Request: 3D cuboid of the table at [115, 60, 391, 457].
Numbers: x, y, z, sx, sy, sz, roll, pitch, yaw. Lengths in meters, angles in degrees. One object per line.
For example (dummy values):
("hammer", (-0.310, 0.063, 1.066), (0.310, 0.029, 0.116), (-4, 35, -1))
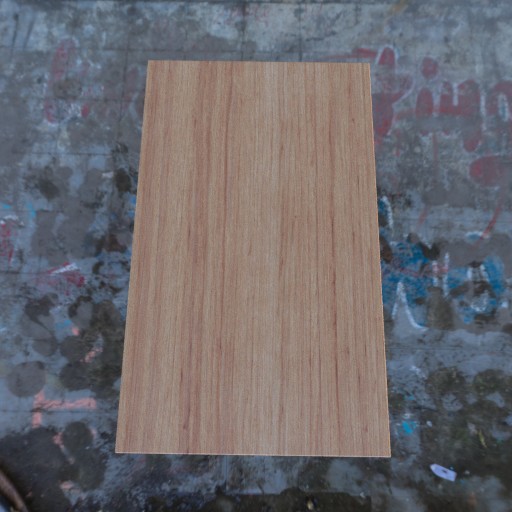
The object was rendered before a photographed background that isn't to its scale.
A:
("table", (0.000, 0.000, 1.476), (0.695, 0.457, 1.146), (1, 76, 0))
